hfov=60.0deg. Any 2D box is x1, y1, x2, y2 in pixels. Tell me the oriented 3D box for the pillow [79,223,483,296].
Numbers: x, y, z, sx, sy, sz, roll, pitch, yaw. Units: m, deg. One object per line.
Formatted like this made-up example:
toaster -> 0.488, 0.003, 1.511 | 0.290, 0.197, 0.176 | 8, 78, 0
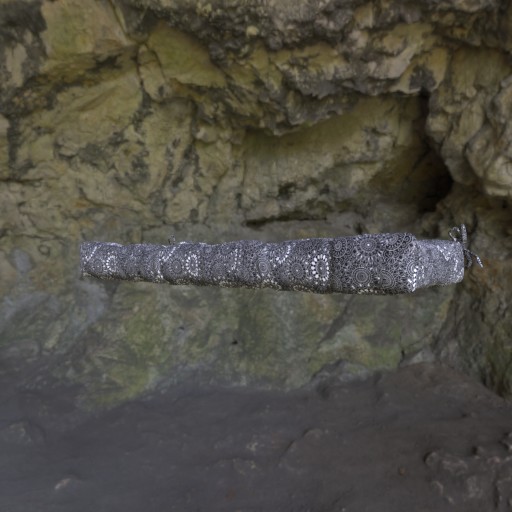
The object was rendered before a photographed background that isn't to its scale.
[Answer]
pillow -> 0.000, 0.000, 1.352 | 1.194, 0.174, 0.511 | 0, 0, 37
